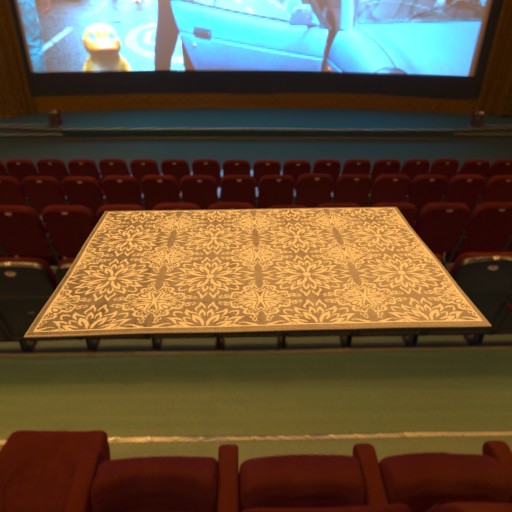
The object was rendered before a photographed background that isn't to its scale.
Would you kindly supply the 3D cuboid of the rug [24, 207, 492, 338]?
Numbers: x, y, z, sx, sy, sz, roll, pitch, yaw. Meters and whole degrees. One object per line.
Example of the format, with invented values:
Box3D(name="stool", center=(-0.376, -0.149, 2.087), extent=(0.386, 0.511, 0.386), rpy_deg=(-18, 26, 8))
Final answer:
Box3D(name="rug", center=(0.000, 0.000, 2.279), extent=(1.847, 0.012, 1.224), rpy_deg=(-1, 29, -2))
